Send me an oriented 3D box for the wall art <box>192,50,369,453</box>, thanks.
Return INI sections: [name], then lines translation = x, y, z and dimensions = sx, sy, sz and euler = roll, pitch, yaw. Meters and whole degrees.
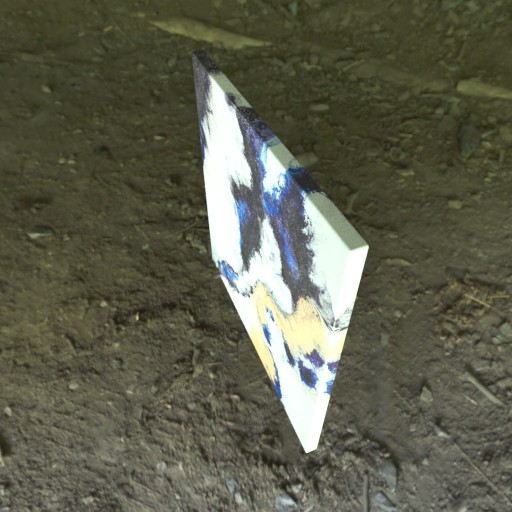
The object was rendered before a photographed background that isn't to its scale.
[wall art]
translation = 0.000, 0.000, 1.331
dimensions = 0.038, 0.885, 0.887
euler = -17, 48, -16
